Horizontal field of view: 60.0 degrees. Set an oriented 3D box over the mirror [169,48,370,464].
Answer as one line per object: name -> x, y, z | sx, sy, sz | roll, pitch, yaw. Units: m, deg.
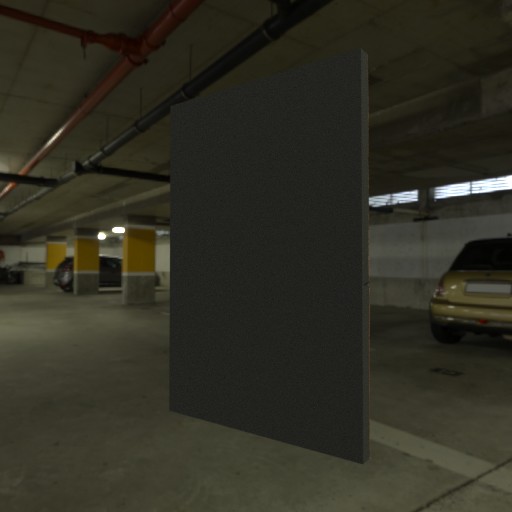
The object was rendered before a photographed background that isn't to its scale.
mirror -> 0.000, 0.000, 1.166 | 0.606, 0.912, 0.044 | -1, -2, 36
